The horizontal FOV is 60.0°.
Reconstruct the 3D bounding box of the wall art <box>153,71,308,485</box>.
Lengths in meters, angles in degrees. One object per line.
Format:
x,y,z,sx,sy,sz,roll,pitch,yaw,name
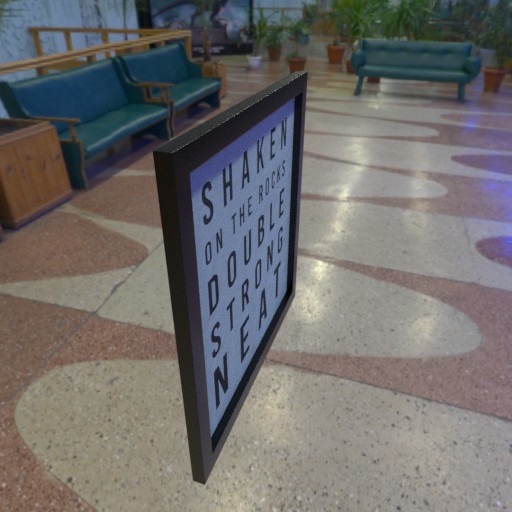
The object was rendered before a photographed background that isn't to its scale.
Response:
0.000,0.000,0.509,0.014,0.349,0.349,10,32,17,wall art
